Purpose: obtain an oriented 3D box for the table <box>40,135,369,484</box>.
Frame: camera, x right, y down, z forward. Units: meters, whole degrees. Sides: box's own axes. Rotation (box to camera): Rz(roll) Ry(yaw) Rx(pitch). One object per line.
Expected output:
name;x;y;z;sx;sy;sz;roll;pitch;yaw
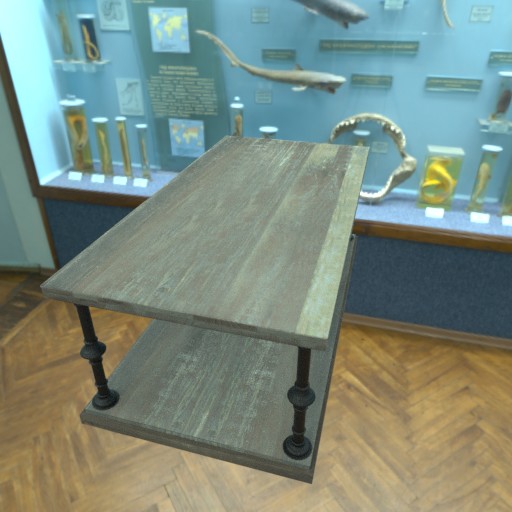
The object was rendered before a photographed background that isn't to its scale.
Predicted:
table;0.000;0.000;1.340;0.554;0.399;1.088;8;32;14
